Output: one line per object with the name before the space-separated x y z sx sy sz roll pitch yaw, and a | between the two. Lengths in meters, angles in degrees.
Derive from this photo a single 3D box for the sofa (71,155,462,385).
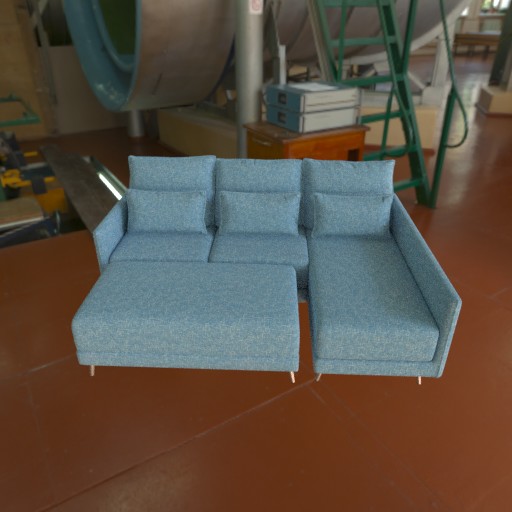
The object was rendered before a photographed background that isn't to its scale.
sofa | 0.000 0.000 2.829 2.034 0.899 1.420 1 29 2
